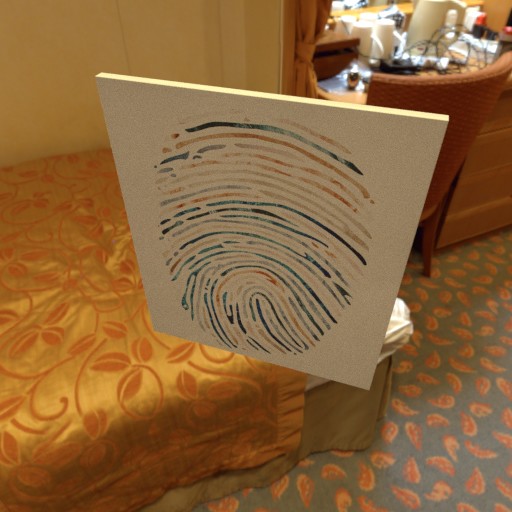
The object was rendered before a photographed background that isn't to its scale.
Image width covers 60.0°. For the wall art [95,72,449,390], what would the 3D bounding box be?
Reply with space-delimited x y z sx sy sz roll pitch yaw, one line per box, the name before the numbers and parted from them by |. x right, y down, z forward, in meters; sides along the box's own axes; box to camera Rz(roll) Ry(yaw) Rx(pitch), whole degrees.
wall art | 0.000 0.000 0.968 0.609 0.710 0.021 12 42 14
